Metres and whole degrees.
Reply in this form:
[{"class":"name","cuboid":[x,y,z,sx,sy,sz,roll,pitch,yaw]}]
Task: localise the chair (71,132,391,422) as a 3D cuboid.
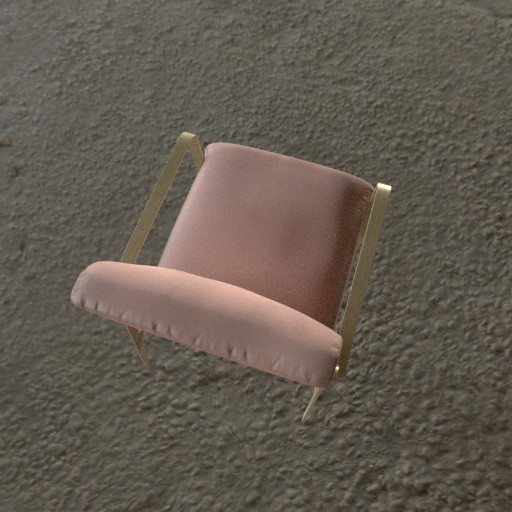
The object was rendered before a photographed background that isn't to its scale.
[{"class":"chair","cuboid":[0.000,0.000,1.463,0.701,0.823,0.848,17,65,8]}]
